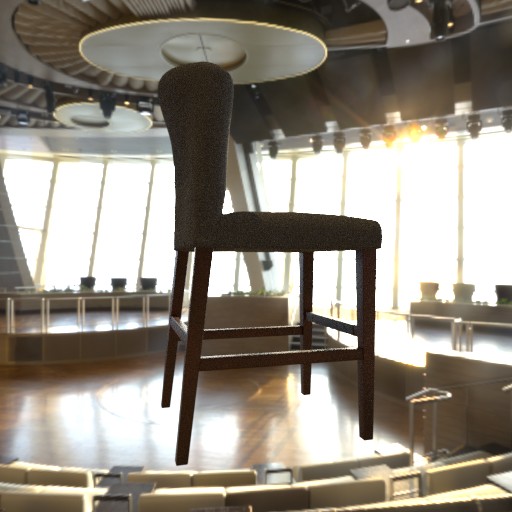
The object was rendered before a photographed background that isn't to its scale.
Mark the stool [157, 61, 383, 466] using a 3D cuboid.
[{"bbox_3d":[0.000,0.000,1.303,0.568,0.968,0.479,0,-1,-17],"label":"stool"}]
